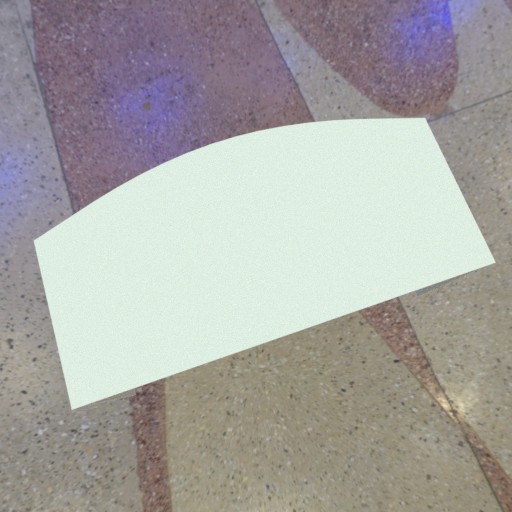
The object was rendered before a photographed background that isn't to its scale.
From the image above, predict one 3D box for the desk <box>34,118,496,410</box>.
[{"bbox_3d":[0.000,0.000,2.032,1.600,0.750,0.802,-18,76,-5],"label":"desk"}]
